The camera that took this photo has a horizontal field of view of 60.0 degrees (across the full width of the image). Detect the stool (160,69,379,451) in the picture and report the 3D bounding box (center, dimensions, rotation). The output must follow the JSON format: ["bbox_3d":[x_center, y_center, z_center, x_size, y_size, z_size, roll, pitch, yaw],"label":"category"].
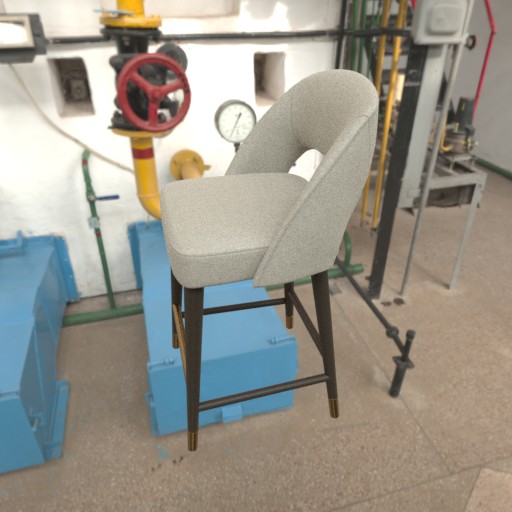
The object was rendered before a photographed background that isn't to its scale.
[{"bbox_3d":[0.000,0.000,1.236,0.509,0.940,0.494,-8,32,-13],"label":"stool"}]
